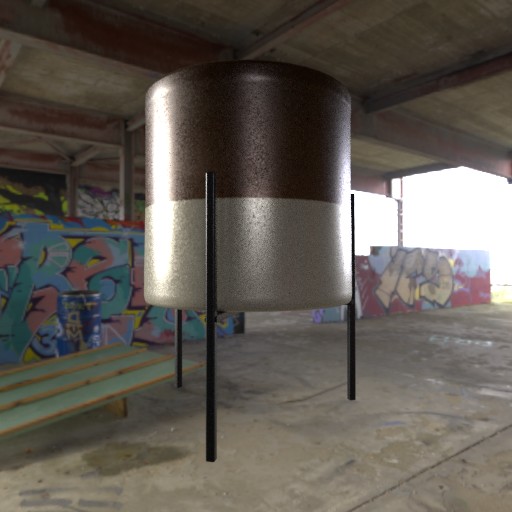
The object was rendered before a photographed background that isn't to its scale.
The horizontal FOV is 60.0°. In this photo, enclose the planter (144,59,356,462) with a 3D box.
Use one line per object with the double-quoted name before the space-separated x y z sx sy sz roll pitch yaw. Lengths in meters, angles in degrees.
"planter" 0.000 0.000 0.548 0.269 0.375 0.255 0 -1 -18
